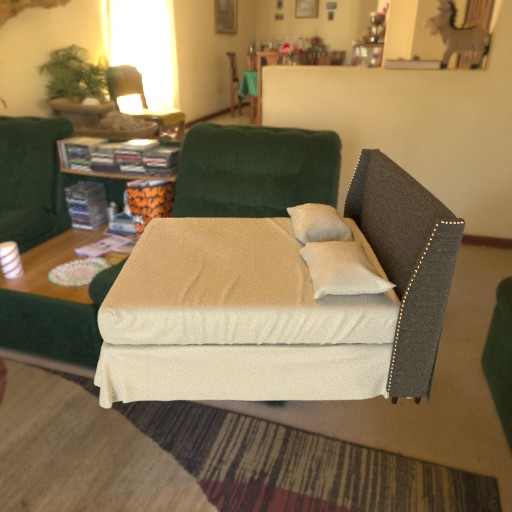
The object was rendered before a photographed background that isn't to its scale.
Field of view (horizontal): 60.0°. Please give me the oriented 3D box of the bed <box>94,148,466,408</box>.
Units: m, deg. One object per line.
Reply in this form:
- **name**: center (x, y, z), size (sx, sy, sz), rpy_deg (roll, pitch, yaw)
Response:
- **bed**: center (0.000, 0.000, 3.500), size (2.276, 1.332, 1.925), rpy_deg (0, 26, 0)
